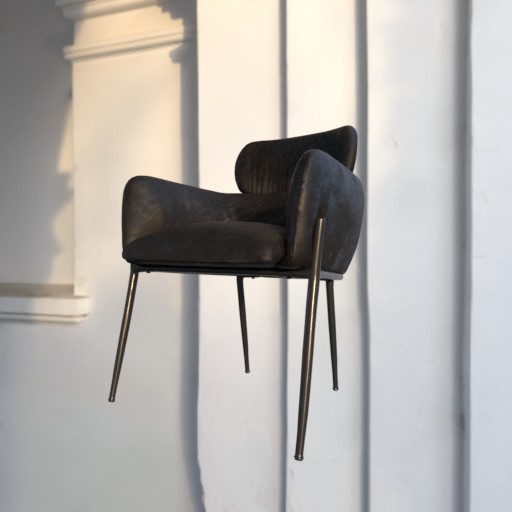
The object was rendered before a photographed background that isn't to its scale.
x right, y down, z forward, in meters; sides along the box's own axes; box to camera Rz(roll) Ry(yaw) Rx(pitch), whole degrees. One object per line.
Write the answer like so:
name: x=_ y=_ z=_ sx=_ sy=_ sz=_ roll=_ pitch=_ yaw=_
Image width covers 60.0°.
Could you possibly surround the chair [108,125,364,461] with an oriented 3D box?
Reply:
chair: x=0.000 y=0.000 z=1.291 sx=0.640 sy=0.818 sz=0.604 roll=0 pitch=1 yaw=35
